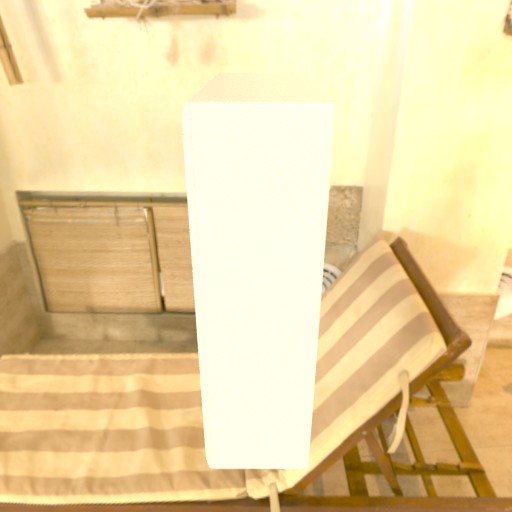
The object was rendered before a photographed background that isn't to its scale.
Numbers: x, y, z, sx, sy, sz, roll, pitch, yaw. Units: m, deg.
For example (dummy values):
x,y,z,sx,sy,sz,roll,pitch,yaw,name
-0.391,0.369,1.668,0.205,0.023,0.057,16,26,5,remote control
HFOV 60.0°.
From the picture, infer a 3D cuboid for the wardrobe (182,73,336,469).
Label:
x,y,z,sx,sy,sz,roll,pitch,yaw,name
0.000,0.000,1.645,0.360,1.200,0.900,0,26,0,wardrobe
